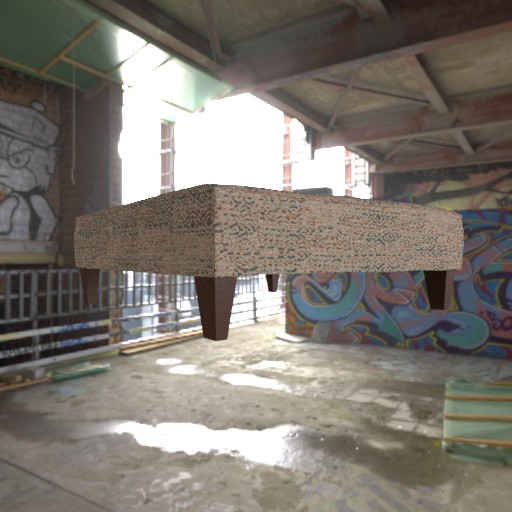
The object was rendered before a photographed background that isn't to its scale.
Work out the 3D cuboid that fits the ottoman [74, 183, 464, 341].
[{"bbox_3d":[0.000,0.000,1.560,0.968,0.356,1.004,0,0,-37],"label":"ottoman"}]
